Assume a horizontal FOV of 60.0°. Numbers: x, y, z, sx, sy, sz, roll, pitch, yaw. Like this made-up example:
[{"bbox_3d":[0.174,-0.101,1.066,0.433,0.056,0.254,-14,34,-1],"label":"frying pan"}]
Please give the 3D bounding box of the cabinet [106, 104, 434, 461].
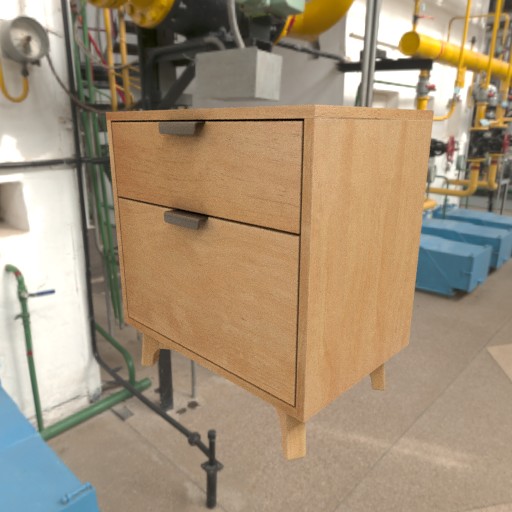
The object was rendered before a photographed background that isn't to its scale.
[{"bbox_3d":[0.000,0.000,0.966,0.551,0.599,0.394,15,22,42],"label":"cabinet"}]
